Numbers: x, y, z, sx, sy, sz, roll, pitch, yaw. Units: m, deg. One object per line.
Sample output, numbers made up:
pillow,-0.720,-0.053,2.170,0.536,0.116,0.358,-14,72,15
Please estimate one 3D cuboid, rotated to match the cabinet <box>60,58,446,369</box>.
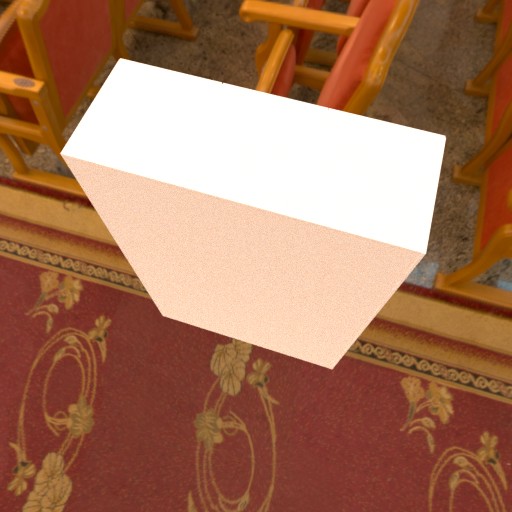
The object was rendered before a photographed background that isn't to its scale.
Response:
cabinet,0.000,0.000,2.452,1.290,1.910,0.510,16,66,7
